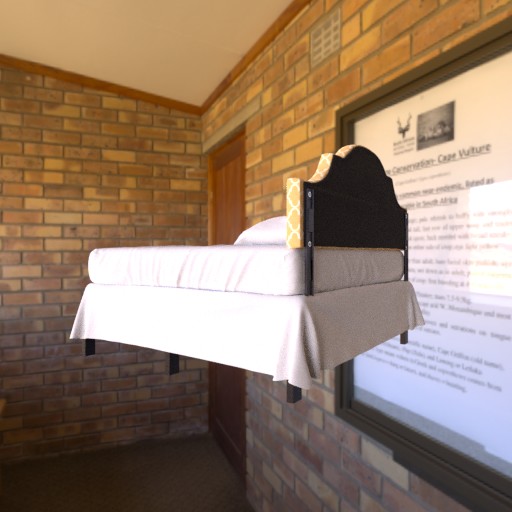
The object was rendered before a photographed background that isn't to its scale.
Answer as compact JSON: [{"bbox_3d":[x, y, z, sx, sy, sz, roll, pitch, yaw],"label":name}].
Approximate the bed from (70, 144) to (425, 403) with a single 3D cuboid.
[{"bbox_3d":[0.000,0.000,3.795,2.222,1.601,2.314,0,0,36],"label":"bed"}]
